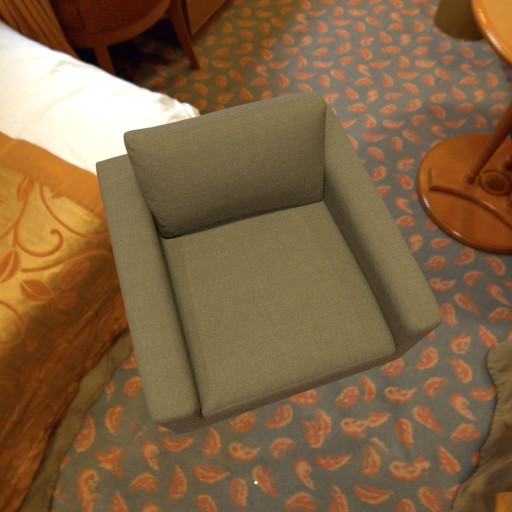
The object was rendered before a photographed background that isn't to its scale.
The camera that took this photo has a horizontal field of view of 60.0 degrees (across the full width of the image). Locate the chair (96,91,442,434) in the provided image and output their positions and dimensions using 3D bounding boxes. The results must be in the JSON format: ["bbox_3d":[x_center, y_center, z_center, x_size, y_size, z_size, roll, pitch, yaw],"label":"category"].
[{"bbox_3d":[0.000,0.000,1.844,1.070,0.847,1.100,-16,64,-8],"label":"chair"}]
